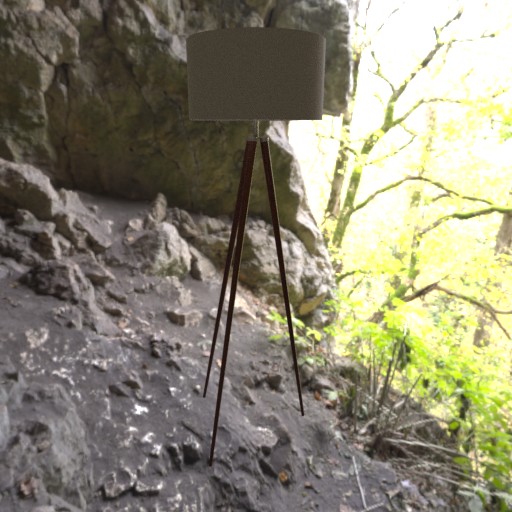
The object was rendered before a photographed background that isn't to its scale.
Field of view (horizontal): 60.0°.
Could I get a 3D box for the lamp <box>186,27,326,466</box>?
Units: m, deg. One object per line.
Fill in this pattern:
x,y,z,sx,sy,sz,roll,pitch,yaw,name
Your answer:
0.000,0.000,1.762,0.483,1.553,0.483,-3,17,-9,lamp
